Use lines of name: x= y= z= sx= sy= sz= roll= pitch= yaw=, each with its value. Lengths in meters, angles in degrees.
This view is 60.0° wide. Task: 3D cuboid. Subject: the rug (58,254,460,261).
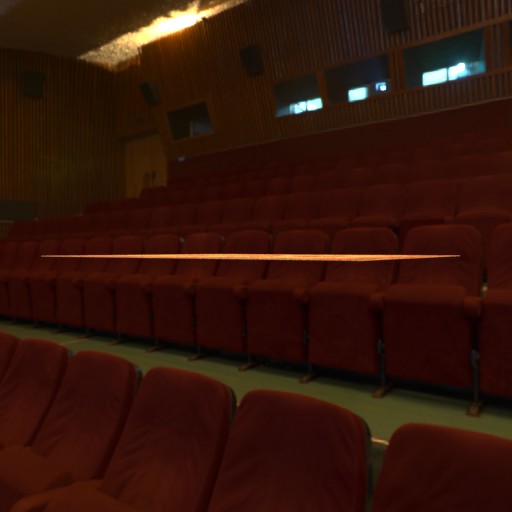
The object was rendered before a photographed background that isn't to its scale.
rug: x=0.000 y=0.000 z=4.140 sx=3.067 sy=0.005 sz=2.460 roll=1 pitch=1 yaw=35
